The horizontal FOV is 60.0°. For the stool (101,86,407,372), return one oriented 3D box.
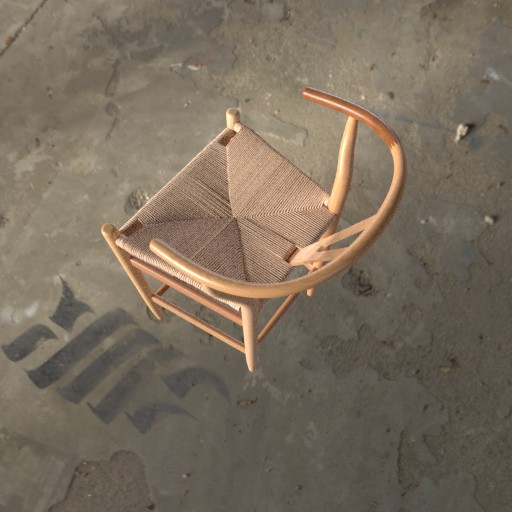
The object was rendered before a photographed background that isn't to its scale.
[{"bbox_3d":[0.000,0.000,1.271,0.575,0.923,0.536,35,68,16],"label":"stool"}]
